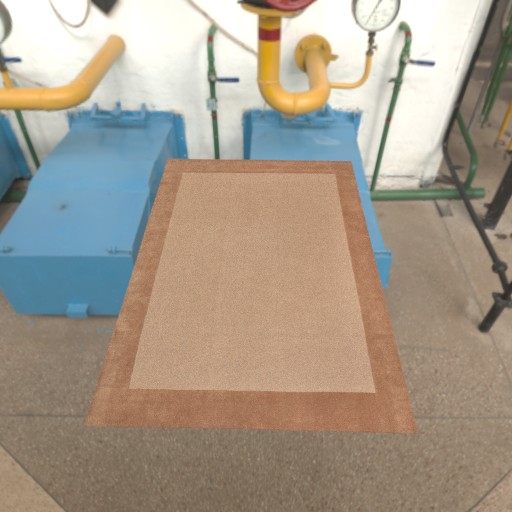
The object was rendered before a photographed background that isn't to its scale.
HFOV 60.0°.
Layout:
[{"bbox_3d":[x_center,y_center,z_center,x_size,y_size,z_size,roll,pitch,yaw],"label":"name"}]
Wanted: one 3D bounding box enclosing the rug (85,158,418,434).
[{"bbox_3d":[0.000,0.000,2.277,1.219,0.014,1.829,1,44,1],"label":"rug"}]
